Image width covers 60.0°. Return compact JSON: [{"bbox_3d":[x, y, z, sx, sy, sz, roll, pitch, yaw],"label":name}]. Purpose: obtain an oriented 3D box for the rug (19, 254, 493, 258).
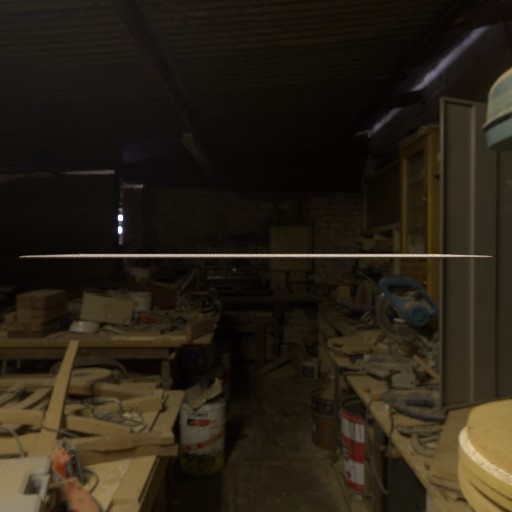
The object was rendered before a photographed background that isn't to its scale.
[{"bbox_3d":[0.000,0.000,2.662,2.448,0.012,0.769,0,1,0],"label":"rug"}]
